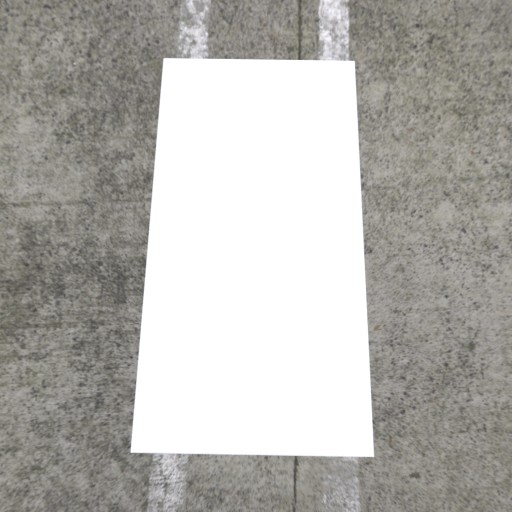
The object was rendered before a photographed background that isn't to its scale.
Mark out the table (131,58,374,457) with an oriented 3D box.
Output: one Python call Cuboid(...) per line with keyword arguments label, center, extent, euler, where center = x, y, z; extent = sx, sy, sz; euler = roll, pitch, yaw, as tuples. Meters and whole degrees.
Cuboid(label="table", center=(0.000, 0.000, 1.372), extent=(0.559, 0.457, 1.067), euler=(1, 75, 0))
